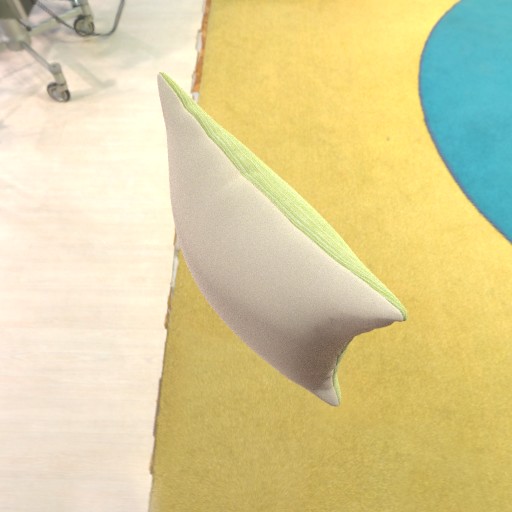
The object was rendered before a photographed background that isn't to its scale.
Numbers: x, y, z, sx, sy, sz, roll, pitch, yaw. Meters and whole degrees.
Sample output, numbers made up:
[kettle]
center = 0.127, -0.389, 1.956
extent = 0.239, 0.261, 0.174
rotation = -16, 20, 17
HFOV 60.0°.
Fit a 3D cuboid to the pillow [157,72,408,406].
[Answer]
[pillow]
center = 0.000, 0.000, 0.819
extent = 0.229, 0.487, 0.560
rotation = -34, 65, -18
